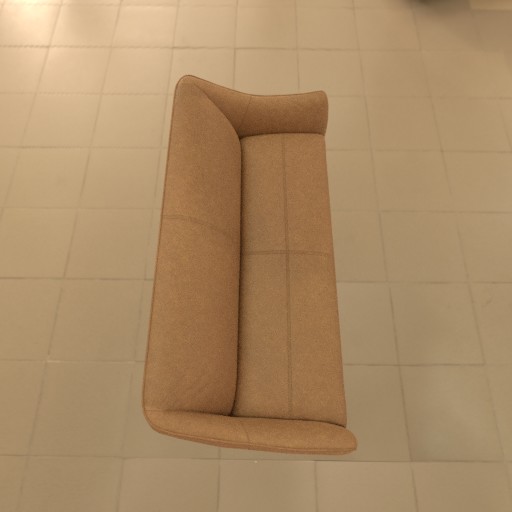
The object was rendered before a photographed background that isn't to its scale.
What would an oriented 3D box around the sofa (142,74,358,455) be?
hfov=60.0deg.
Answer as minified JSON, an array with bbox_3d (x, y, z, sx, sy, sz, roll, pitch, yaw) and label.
[{"bbox_3d":[0.000,0.000,2.349,0.869,0.830,1.928,0,65,0],"label":"sofa"}]
